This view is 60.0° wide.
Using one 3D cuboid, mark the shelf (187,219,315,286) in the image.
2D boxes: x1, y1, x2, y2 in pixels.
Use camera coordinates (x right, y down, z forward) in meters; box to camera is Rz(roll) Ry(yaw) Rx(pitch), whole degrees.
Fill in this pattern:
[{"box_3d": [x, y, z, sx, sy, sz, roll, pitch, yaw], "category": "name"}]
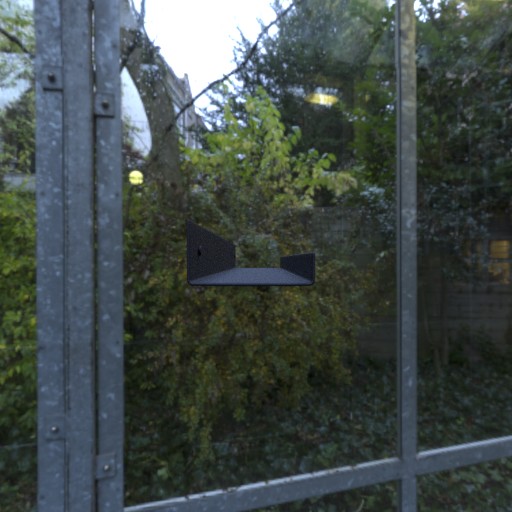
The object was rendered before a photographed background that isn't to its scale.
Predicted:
[{"box_3d": [0.000, 0.000, 0.651, 0.102, 0.053, 0.605, 0, 0, 1], "category": "shelf"}]
